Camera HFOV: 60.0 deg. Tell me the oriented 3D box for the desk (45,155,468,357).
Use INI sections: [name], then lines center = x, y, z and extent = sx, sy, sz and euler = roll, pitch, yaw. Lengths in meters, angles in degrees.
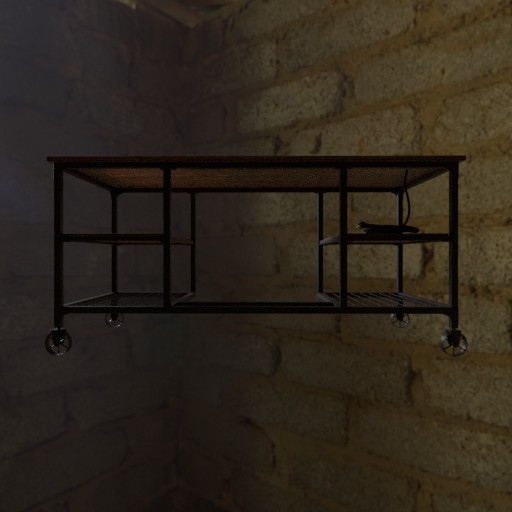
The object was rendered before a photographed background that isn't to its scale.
[desk]
center = 0.000, 0.000, 2.005
extent = 1.590, 0.751, 0.711
euler = 0, 0, 1
